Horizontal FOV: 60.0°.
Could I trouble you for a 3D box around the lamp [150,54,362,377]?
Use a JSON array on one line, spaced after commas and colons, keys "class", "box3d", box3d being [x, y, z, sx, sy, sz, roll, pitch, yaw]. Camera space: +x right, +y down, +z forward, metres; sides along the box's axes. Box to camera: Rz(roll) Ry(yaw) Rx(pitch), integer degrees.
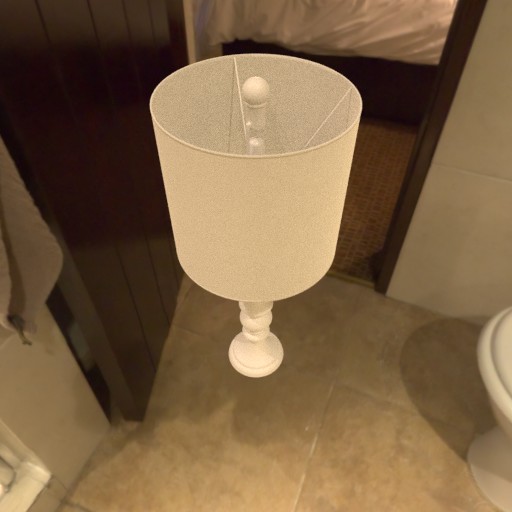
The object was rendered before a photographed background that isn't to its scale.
[{"class": "lamp", "box3d": [0.000, 0.000, 0.729, 0.250, 0.597, 0.250, -10, 47, -10]}]
